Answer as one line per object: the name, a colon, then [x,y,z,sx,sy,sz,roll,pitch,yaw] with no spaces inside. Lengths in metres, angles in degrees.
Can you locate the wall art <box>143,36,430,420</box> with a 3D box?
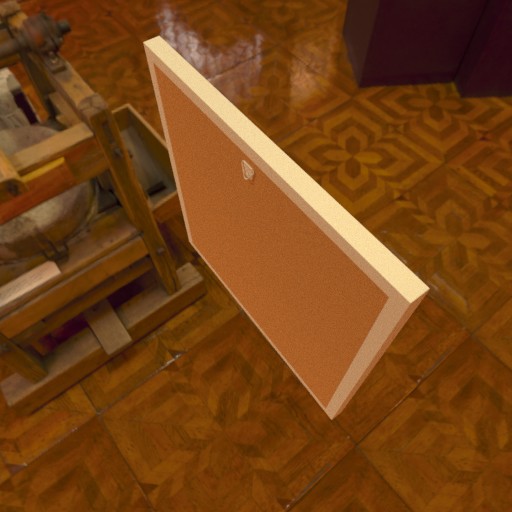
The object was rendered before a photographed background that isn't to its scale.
wall art: [0.000,0.000,1.104,0.050,0.762,0.761,-32,64,-18]
